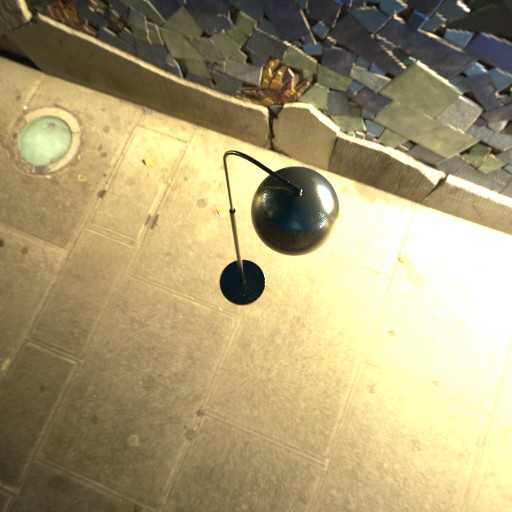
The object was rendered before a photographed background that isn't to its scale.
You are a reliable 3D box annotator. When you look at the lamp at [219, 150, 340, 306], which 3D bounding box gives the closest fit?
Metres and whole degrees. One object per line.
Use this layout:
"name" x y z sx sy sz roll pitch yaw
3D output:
"lamp" 0.000 0.000 1.670 0.431 1.526 0.250 36 78 9
